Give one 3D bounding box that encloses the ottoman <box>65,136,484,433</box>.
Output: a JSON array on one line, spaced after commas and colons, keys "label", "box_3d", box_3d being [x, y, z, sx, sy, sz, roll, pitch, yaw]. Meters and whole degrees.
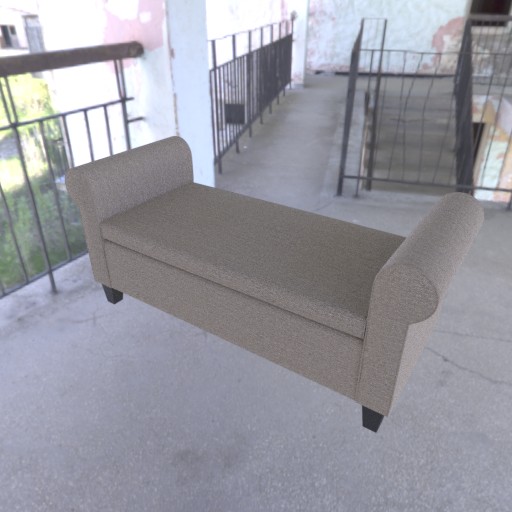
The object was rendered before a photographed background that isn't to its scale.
[{"label": "ottoman", "box_3d": [0.000, 0.000, 1.510, 1.256, 0.547, 0.521, 19, 35, 29]}]
